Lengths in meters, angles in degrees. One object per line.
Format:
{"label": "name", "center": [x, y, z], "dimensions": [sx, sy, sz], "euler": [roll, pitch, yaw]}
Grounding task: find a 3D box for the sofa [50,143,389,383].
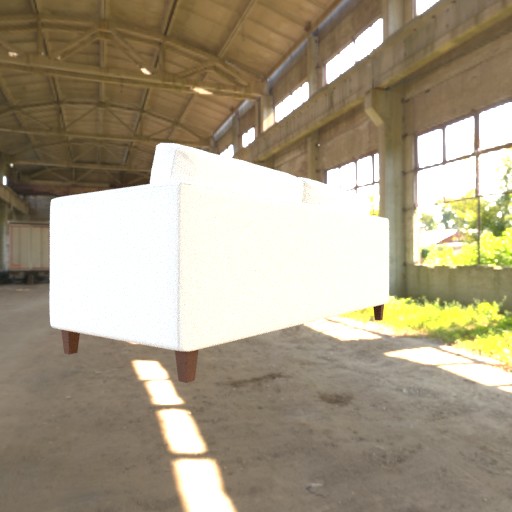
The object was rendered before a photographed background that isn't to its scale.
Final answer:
{"label": "sofa", "center": [0.000, 0.000, 2.683], "dimensions": [0.924, 0.933, 2.139], "euler": [0, 0, 37]}
